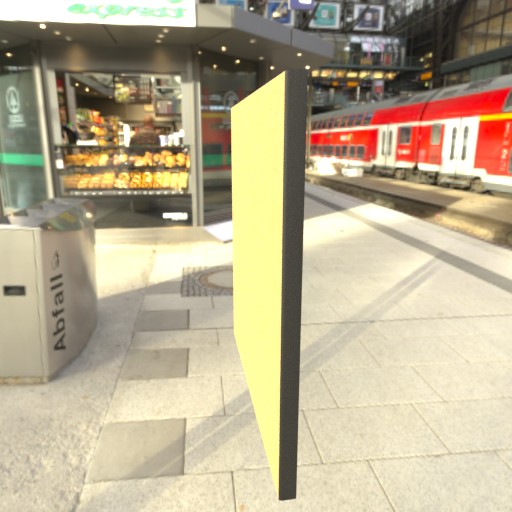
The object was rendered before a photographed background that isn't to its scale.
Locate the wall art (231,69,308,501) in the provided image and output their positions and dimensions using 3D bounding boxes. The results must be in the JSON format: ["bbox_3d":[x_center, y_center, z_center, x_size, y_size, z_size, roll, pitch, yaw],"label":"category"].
[{"bbox_3d":[0.000,0.000,0.661,0.022,0.453,0.456,-2,15,-9],"label":"wall art"}]
